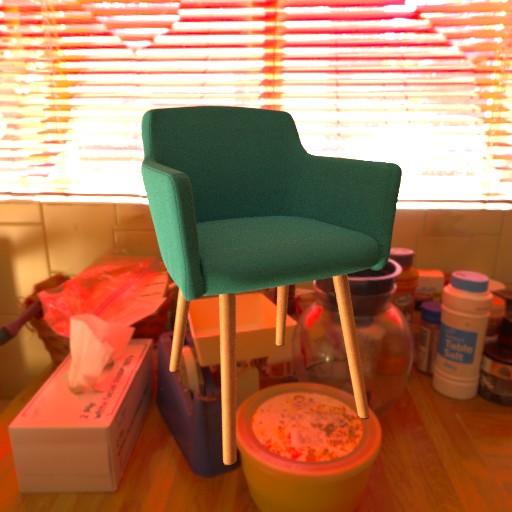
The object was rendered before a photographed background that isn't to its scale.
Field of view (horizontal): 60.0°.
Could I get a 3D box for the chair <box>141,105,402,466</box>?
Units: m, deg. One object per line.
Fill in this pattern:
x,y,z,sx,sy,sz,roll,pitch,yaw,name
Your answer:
0.000,0.000,1.185,0.570,0.780,0.540,-8,18,-25,chair
